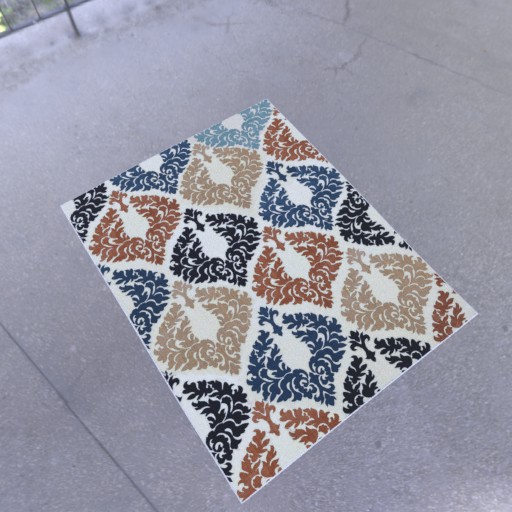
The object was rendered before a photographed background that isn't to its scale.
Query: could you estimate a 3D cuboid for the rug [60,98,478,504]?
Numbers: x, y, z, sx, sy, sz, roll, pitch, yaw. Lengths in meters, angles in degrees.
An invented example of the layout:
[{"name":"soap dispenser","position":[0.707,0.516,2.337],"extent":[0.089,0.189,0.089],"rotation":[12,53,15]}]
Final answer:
[{"name":"rug","position":[0.000,0.000,3.957],"extent":[2.423,0.014,3.040],"rotation":[-32,67,-15]}]
